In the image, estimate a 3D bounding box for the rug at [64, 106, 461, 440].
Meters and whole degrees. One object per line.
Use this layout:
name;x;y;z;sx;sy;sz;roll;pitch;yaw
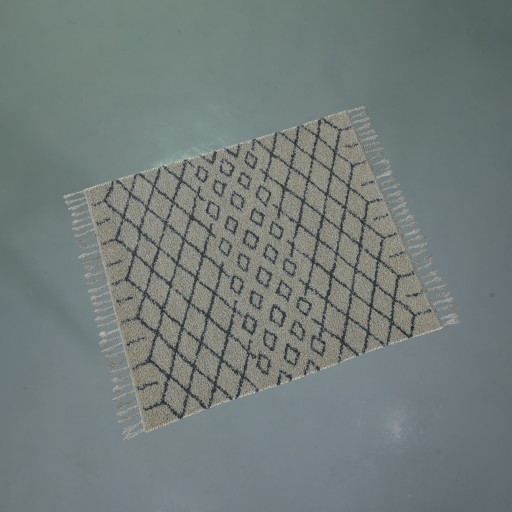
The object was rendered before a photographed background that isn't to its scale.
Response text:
rug;0.000;0.000;4.214;3.213;0.030;2.388;-18;76;-5
